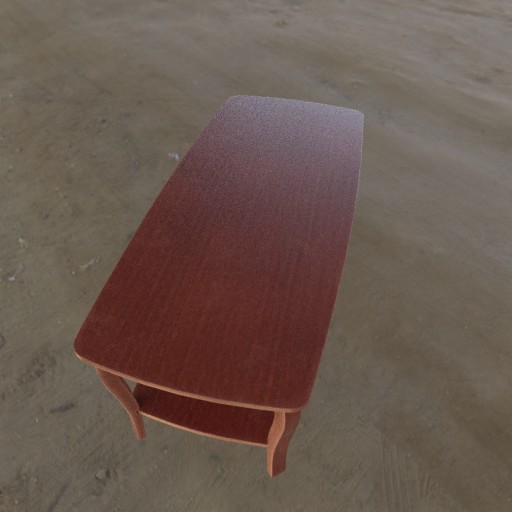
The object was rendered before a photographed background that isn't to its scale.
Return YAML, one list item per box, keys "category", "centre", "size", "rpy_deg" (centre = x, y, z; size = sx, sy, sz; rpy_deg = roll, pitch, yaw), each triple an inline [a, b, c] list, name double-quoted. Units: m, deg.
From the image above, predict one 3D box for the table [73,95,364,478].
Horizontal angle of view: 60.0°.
- category: "table"
  centre: [0.000, 0.000, 1.444]
  size: [0.561, 0.473, 1.216]
  rpy_deg: [11, 48, 10]
